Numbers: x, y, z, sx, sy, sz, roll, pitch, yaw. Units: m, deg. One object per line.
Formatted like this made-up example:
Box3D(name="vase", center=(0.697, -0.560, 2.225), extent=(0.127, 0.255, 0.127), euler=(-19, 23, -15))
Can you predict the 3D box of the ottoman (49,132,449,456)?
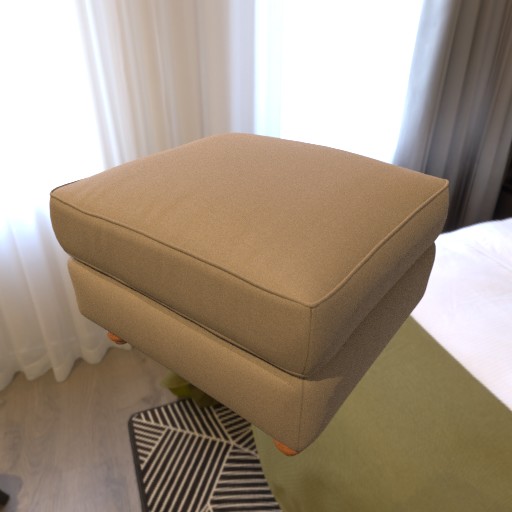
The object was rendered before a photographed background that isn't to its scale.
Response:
Box3D(name="ottoman", center=(0.000, 0.000, 1.103), extent=(0.721, 0.505, 0.662), euler=(21, 37, 32))
